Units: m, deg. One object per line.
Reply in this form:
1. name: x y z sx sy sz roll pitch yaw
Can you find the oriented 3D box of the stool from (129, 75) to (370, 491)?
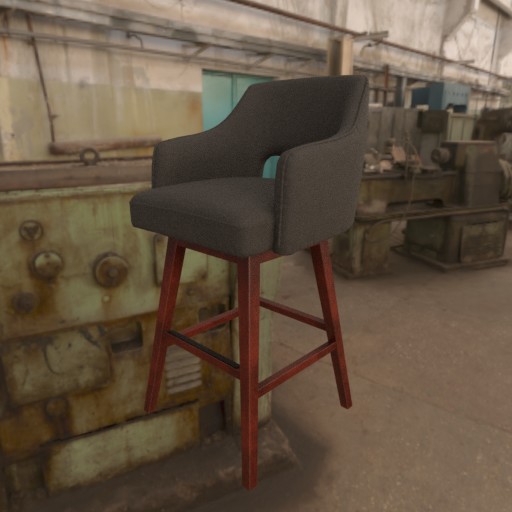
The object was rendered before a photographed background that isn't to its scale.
1. stool: 0.000 0.000 1.304 0.548 1.012 0.558 16 23 41
